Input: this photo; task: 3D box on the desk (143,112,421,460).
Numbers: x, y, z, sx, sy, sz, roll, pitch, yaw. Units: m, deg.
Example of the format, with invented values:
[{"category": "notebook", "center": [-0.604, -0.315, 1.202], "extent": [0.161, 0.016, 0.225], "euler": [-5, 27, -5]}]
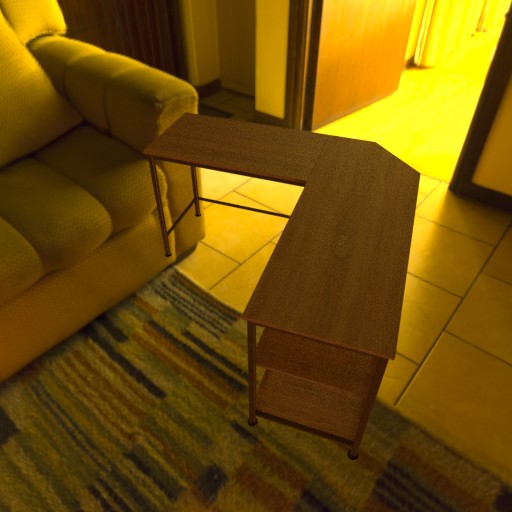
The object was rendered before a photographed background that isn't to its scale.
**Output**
[{"category": "desk", "center": [0.000, 0.000, 2.248], "extent": [1.379, 0.739, 1.379], "euler": [13, 43, 14]}]
